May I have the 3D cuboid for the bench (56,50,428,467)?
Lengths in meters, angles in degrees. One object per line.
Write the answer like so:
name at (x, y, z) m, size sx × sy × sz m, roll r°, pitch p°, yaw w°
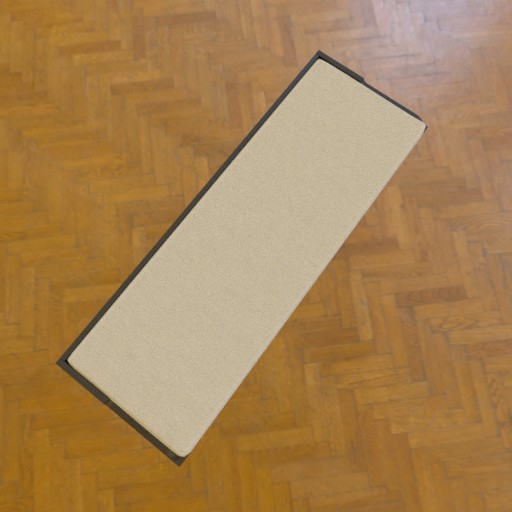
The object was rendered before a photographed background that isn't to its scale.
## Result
bench at (0.000, 0.000, 1.402) m, size 0.398 × 0.501 × 1.140 m, roll 36°, pitch 78°, yaw 9°
